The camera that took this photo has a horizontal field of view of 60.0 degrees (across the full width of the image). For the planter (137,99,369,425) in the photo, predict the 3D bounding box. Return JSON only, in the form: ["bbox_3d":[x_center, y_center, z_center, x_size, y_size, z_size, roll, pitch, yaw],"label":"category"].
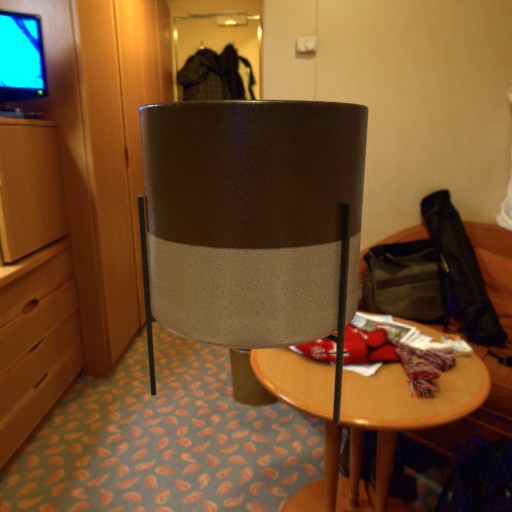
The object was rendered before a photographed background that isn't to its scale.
[{"bbox_3d":[0.000,0.000,0.735,0.354,0.465,0.345,14,21,43],"label":"planter"}]
